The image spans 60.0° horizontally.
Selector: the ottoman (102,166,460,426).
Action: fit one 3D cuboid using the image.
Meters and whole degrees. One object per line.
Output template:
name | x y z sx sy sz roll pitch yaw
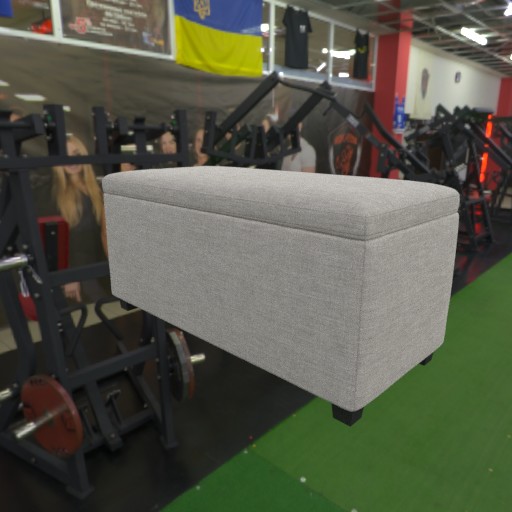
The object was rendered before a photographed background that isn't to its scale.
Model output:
ottoman | 0.000 0.000 1.178 0.902 0.432 0.419 15 21 42
